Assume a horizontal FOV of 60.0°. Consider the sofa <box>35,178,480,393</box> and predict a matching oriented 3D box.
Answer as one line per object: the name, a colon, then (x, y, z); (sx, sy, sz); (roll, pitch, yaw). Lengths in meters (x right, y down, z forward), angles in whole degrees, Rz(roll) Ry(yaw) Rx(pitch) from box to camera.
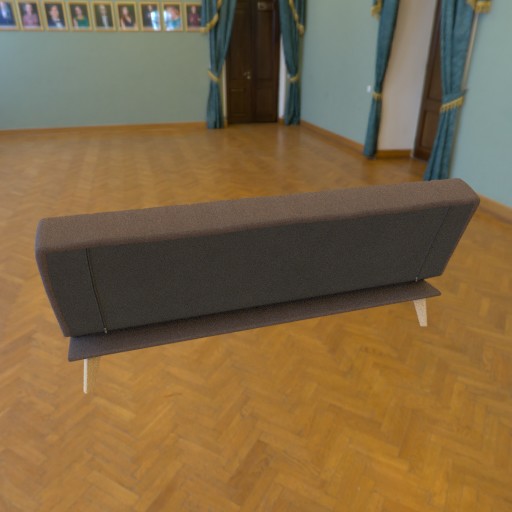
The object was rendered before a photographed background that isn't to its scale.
sofa: (0.000, 0.000, 2.201); (1.800, 0.810, 0.860); (-8, 27, -15)
